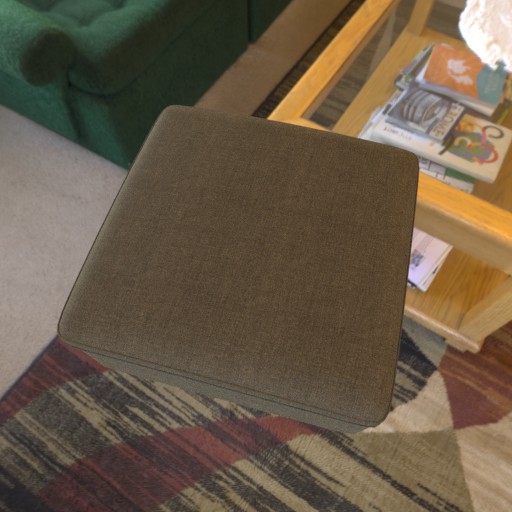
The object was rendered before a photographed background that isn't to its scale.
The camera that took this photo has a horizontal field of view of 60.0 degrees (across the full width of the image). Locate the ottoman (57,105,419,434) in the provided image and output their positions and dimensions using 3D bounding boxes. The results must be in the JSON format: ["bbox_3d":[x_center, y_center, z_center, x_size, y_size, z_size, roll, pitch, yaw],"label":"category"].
[{"bbox_3d":[0.000,0.000,1.710,1.067,0.559,1.067,13,63,7],"label":"ottoman"}]
